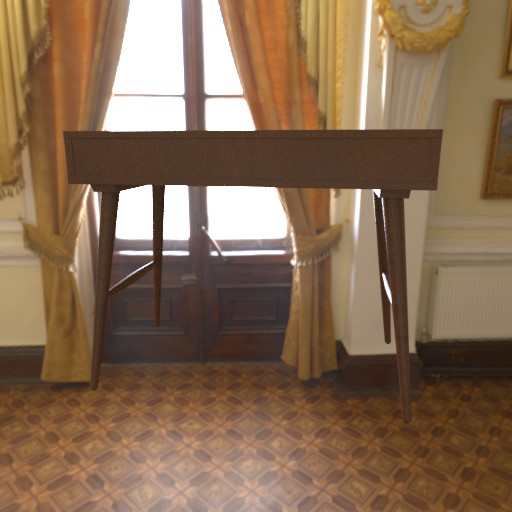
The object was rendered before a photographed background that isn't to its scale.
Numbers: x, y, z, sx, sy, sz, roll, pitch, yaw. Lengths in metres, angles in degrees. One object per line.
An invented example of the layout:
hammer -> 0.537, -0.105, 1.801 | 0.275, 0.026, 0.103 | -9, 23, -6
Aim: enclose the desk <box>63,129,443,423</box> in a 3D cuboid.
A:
desk -> 0.000, 0.000, 1.409 | 0.949, 0.758, 0.510 | 3, 15, 10
